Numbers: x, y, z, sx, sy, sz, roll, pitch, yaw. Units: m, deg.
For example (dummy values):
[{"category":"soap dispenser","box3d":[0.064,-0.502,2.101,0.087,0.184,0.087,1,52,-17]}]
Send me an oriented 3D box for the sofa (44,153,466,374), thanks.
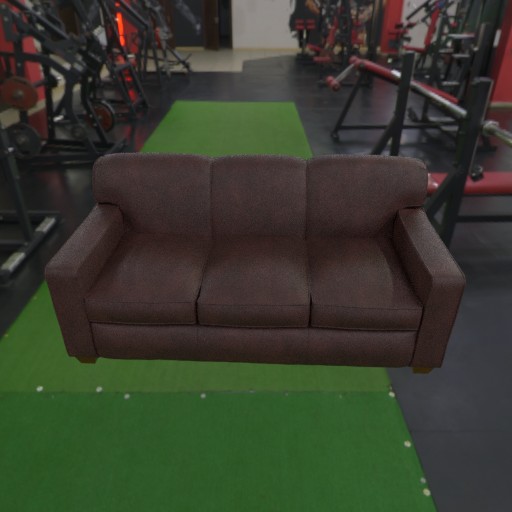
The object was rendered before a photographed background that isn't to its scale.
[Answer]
[{"category":"sofa","box3d":[0.000,0.000,2.561,2.039,0.953,1.008,1,31,2]}]
